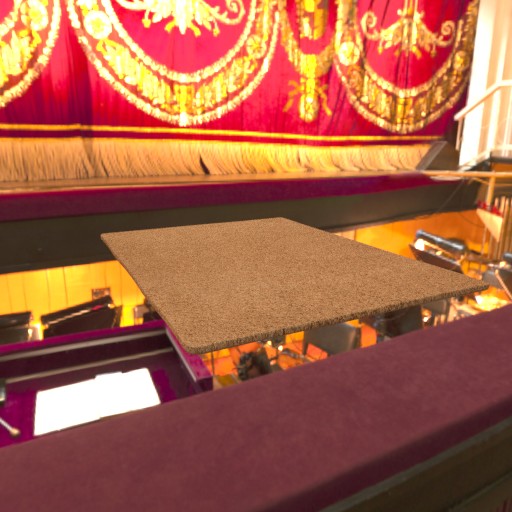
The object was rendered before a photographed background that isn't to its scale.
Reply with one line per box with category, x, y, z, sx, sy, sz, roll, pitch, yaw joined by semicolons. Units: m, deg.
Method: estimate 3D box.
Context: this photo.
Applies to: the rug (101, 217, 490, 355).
rug;0.000;0.000;2.111;1.199;0.025;1.600;-7;17;-26
